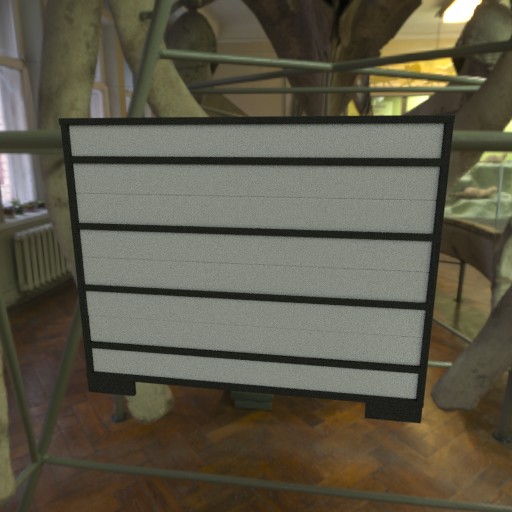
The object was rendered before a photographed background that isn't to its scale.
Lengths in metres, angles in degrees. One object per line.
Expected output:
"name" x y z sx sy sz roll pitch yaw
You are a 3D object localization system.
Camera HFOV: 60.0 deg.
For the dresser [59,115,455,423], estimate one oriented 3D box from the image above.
"dresser" 0.000 0.000 1.390 0.994 0.816 0.404 2 15 9
